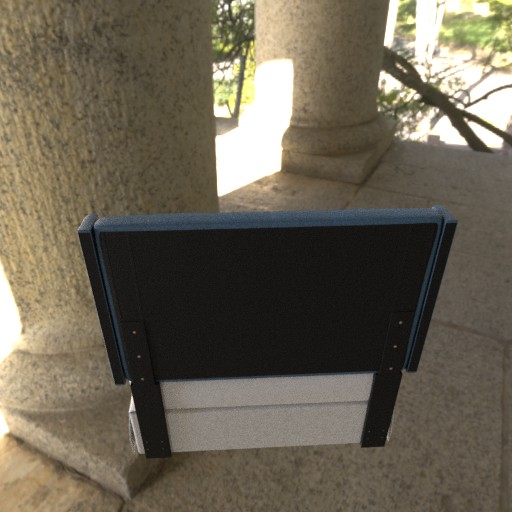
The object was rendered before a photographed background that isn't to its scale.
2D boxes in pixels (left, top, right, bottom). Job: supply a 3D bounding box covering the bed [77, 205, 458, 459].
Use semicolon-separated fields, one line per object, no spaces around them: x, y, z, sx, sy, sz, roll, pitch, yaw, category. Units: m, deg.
0.000;0.000;3.264;1.719;1.665;2.078;-2;32;-3;bed
